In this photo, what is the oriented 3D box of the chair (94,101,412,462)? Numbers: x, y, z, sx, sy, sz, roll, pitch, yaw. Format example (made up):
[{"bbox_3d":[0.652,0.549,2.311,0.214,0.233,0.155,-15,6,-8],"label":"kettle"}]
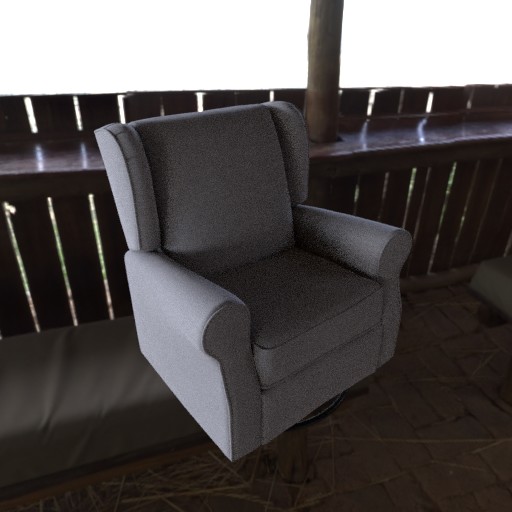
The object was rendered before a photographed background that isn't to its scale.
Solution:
[{"bbox_3d":[0.000,0.000,1.667,0.906,0.966,0.854,-20,35,-32],"label":"chair"}]
